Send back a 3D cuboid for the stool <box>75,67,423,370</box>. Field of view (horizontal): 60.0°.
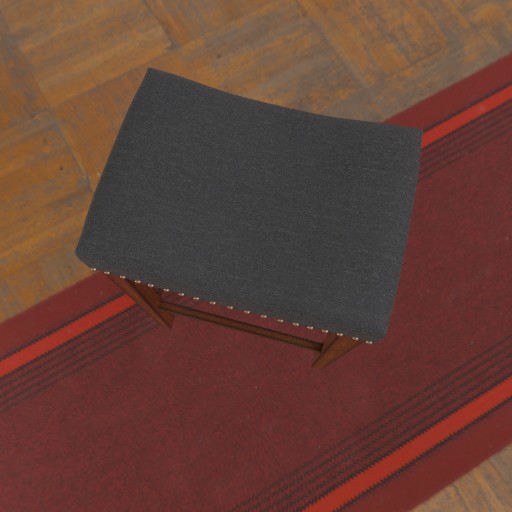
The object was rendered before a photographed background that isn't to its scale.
[{"bbox_3d":[0.000,0.000,1.024,0.502,0.760,0.366,14,74,4],"label":"stool"}]
